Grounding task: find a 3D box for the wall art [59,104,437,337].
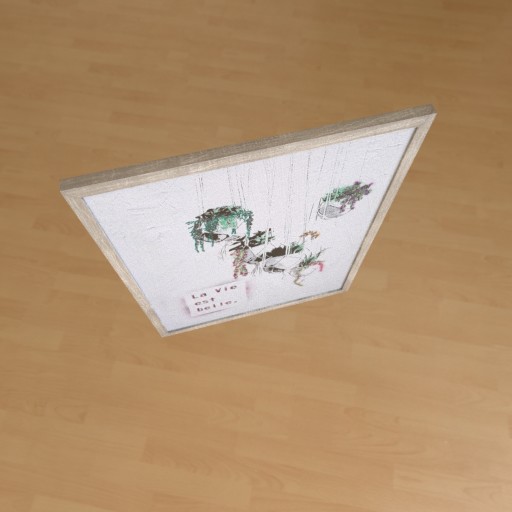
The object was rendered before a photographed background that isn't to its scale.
[{"bbox_3d":[0.000,0.000,1.354,0.781,1.022,0.035,-14,65,-6],"label":"wall art"}]
